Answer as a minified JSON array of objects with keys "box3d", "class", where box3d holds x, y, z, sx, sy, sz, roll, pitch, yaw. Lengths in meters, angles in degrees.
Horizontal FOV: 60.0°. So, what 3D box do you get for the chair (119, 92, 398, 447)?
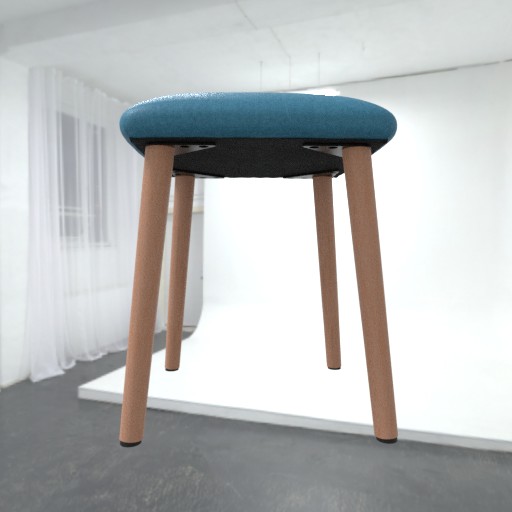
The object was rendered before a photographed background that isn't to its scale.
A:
[{"box3d":[0.000,0.000,0.701,0.360,0.450,0.360,0,2,-2],"class":"chair"}]
